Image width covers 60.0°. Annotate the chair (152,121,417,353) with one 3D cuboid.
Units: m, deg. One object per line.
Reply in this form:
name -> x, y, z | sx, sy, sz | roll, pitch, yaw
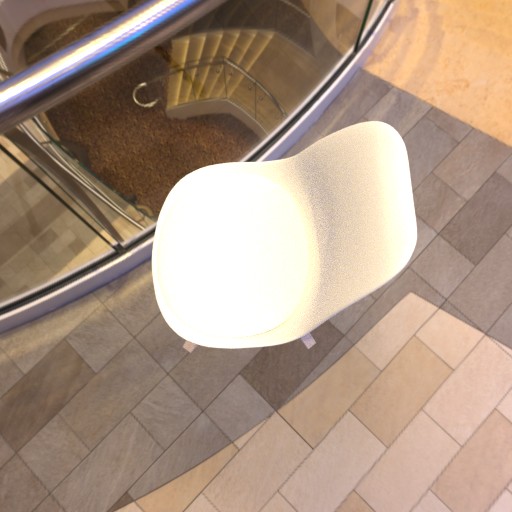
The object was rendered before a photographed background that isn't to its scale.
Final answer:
chair -> 0.000, 0.000, 1.177 | 0.550, 0.850, 0.485 | -2, 75, 0
